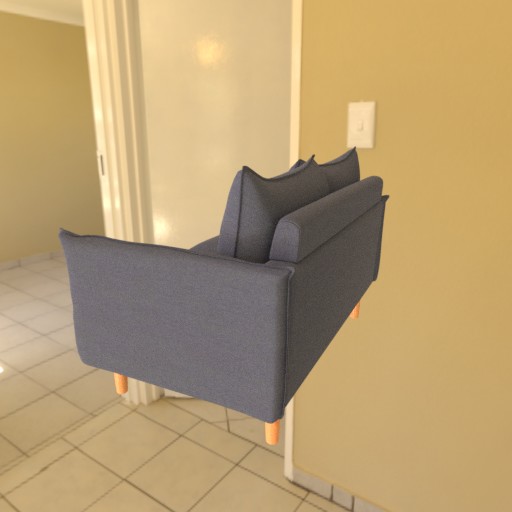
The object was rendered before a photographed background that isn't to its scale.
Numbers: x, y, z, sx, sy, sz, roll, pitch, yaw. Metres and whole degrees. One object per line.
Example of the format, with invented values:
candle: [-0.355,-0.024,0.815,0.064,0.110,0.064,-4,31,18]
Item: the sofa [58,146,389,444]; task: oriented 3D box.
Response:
sofa: [0.000,0.000,1.823,0.820,0.840,1.300,8,18,25]
